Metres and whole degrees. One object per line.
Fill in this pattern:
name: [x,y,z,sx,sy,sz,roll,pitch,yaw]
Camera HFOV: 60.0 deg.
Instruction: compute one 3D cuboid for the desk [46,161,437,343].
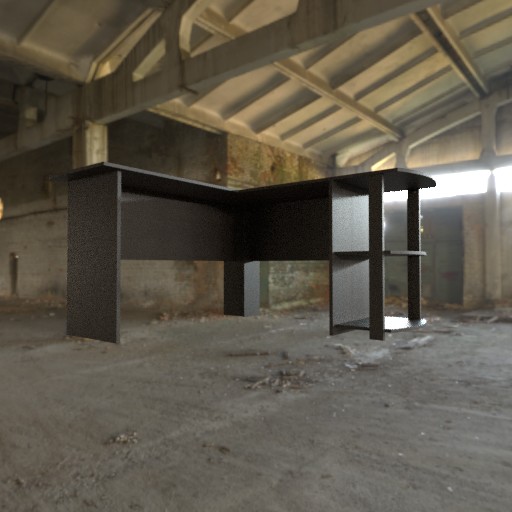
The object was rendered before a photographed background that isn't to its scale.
desk: [0.000,0.000,2.065,1.361,0.716,1.303,-1,-2,38]
